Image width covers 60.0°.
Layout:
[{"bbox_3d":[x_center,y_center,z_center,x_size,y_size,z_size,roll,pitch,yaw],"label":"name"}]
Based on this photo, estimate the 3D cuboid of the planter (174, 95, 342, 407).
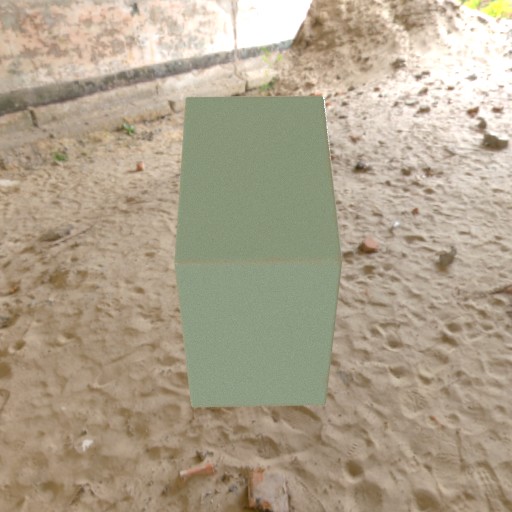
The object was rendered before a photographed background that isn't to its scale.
[{"bbox_3d":[0.000,0.000,0.298,0.078,0.207,0.169,-1,31,-1],"label":"planter"}]
